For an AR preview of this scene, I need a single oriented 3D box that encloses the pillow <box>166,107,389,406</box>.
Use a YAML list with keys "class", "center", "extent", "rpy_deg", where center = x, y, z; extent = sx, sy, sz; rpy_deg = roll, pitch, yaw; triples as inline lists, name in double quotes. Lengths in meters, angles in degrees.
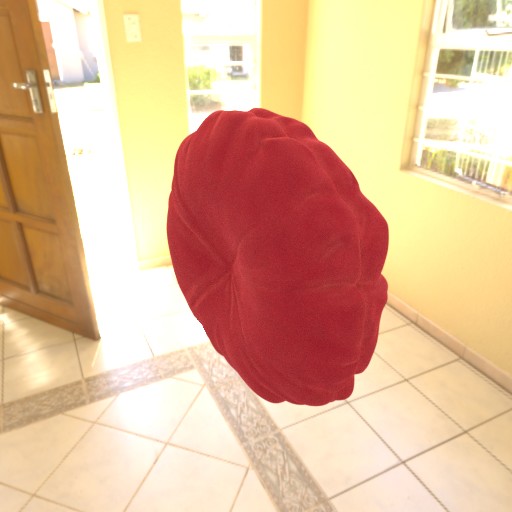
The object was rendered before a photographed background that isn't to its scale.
- class: "pillow"
  center: [0.000, 0.000, 0.639]
  extent: [0.148, 0.407, 0.428]
  rpy_deg: [-18, 32, -32]
